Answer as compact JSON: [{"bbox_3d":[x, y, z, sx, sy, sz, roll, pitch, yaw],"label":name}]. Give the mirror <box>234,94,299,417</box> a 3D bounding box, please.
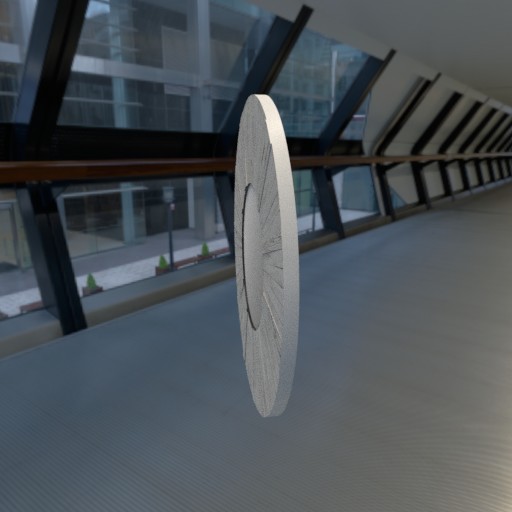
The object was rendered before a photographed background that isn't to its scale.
[{"bbox_3d":[0.000,0.000,1.338,0.038,0.914,0.914,-2,15,-9],"label":"mirror"}]
